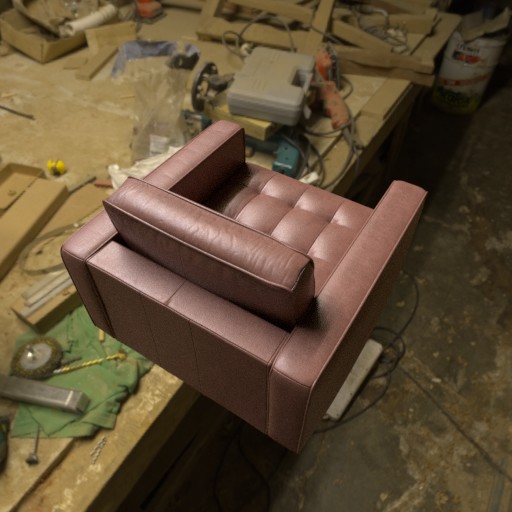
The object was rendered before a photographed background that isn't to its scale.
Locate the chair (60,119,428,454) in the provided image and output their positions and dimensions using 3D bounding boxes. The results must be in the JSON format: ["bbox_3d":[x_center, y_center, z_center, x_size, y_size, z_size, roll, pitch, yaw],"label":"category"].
[{"bbox_3d":[0.000,0.000,1.577,0.920,0.770,0.900,25,52,21],"label":"chair"}]
